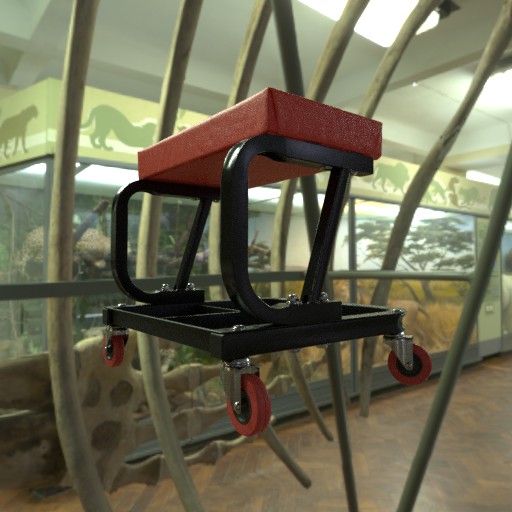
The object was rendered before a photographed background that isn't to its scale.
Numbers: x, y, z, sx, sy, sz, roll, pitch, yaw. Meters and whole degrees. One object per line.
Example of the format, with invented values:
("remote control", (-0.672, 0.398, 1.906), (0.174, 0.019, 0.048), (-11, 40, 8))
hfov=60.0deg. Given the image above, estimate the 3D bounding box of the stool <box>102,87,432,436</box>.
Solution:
("stool", (0.000, 0.000, 0.715), (0.371, 0.380, 0.446), (1, -1, -38))
